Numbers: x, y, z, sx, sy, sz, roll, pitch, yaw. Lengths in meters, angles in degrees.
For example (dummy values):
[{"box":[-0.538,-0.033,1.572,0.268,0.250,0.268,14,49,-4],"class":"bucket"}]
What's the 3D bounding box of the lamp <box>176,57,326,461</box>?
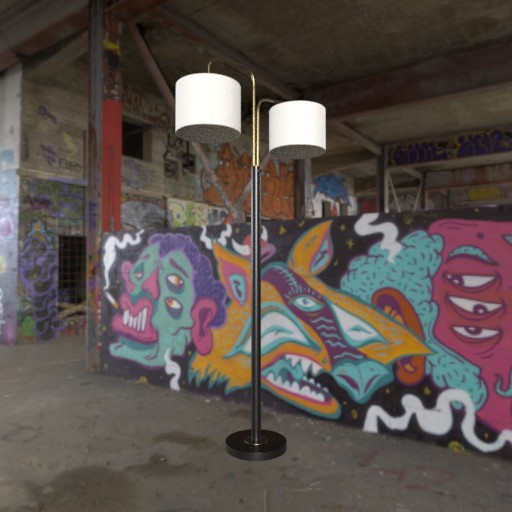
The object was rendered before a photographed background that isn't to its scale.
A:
[{"box":[0.000,0.000,1.856,0.711,1.587,0.254,1,-2,-35],"class":"lamp"}]
